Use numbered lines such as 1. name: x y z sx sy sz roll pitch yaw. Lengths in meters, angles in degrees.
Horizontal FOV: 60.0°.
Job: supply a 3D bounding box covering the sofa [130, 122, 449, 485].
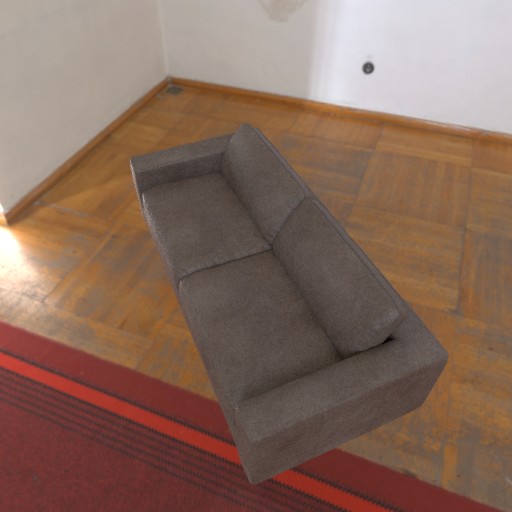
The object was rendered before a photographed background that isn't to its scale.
1. sofa: 0.000 0.000 2.785 1.070 0.801 2.262 -18 49 -16
